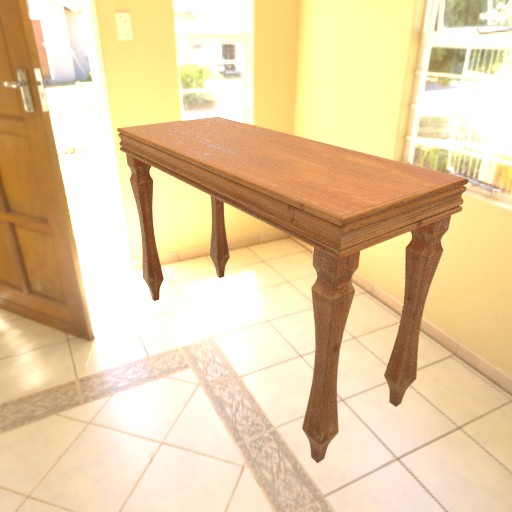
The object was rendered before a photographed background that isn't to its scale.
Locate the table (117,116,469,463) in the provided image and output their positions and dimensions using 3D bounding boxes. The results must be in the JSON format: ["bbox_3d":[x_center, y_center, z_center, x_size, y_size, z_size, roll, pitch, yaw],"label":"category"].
[{"bbox_3d":[0.000,0.000,1.795,0.522,0.873,1.330,-19,32,-32],"label":"table"}]
